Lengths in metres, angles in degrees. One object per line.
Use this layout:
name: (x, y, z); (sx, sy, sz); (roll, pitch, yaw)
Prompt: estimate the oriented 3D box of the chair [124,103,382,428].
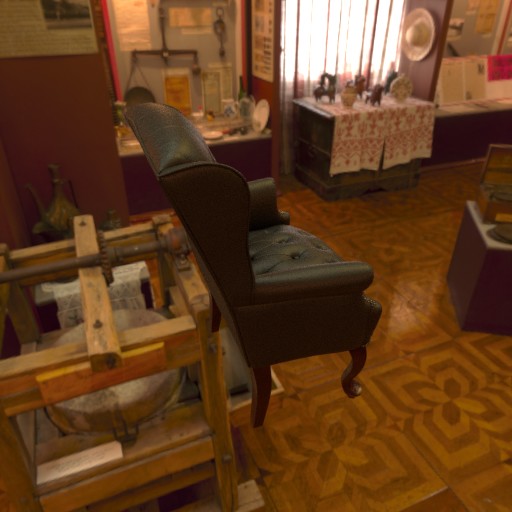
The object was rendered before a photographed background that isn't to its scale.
chair: (0.000, 0.000, 1.656); (0.762, 1.111, 0.838); (-11, 33, -18)
